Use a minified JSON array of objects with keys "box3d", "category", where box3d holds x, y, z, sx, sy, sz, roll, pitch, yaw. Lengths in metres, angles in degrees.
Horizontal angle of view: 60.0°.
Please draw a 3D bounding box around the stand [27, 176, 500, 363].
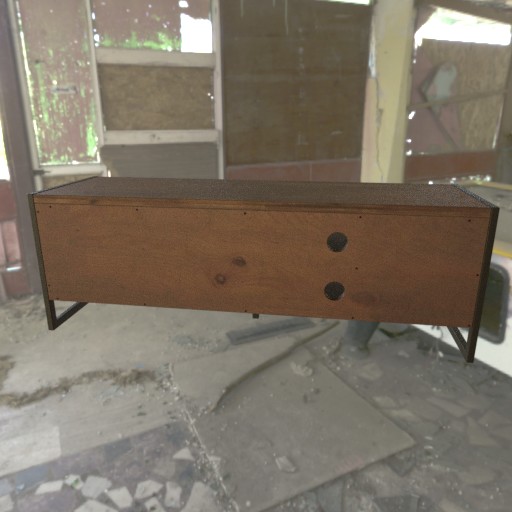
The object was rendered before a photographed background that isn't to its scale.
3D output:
[{"box3d":[0.000,0.000,1.662,1.480,0.506,0.454,3,18,8],"category":"stand"}]
